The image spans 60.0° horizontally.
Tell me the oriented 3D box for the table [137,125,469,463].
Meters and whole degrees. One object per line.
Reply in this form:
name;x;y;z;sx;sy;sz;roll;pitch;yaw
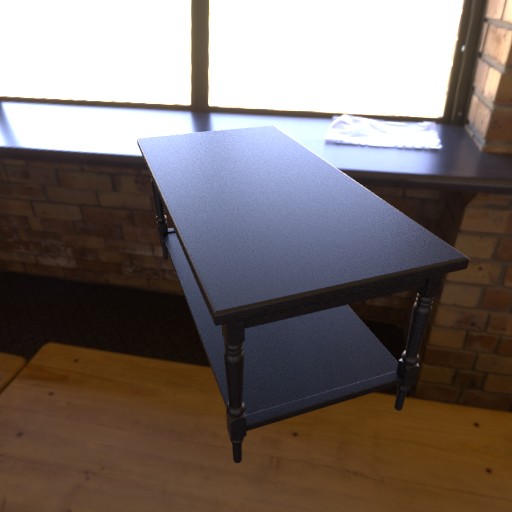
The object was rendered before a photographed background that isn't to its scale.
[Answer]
table;0.000;0.000;1.419;0.550;0.510;1.107;-11;33;-17
